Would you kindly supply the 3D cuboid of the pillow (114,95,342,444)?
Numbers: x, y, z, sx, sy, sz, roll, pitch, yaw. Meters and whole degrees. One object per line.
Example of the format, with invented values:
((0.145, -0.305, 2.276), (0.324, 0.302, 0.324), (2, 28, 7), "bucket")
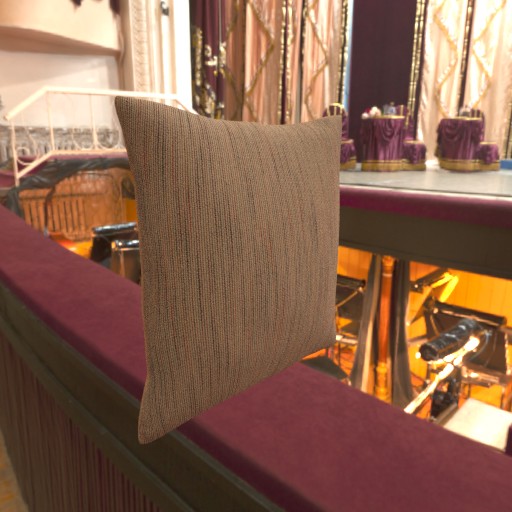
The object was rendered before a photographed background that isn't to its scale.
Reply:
((0.000, 0.000, 0.794), (0.178, 0.506, 0.512), (13, 19, 43), "pillow")
